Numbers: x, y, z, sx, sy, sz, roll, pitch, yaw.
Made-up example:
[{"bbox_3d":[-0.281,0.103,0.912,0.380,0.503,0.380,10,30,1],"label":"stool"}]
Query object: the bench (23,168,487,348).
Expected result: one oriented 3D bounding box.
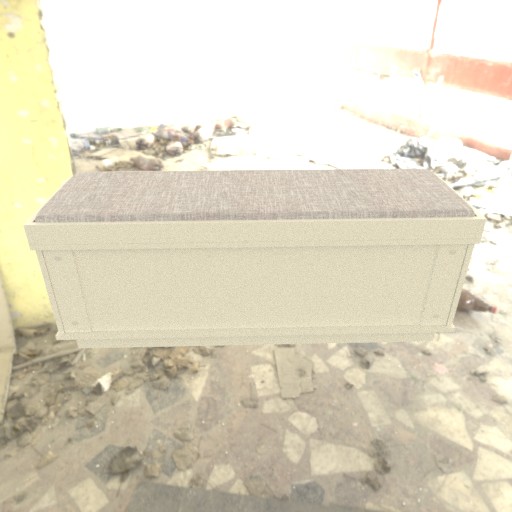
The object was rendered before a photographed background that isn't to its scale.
[{"bbox_3d":[0.000,0.000,1.403,1.196,0.453,0.363,-1,30,-2],"label":"bench"}]
